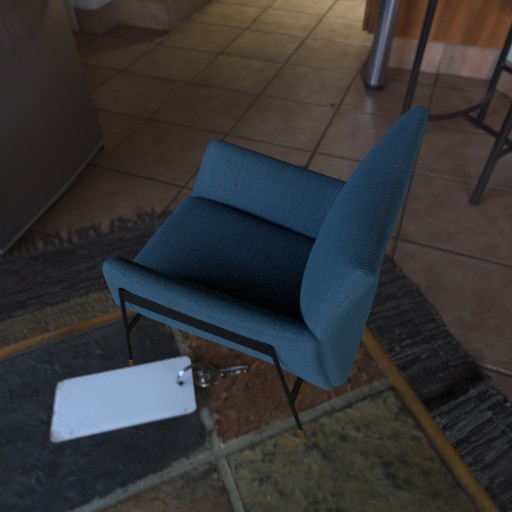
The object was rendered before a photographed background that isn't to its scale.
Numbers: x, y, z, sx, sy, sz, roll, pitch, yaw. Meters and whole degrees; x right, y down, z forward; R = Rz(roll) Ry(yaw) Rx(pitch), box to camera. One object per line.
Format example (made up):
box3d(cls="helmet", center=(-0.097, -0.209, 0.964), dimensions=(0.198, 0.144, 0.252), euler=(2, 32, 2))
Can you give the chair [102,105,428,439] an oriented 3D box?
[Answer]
box3d(cls="chair", center=(0.000, 0.000, 1.411), dimensions=(0.769, 0.859, 0.678), euler=(17, 49, 16))
